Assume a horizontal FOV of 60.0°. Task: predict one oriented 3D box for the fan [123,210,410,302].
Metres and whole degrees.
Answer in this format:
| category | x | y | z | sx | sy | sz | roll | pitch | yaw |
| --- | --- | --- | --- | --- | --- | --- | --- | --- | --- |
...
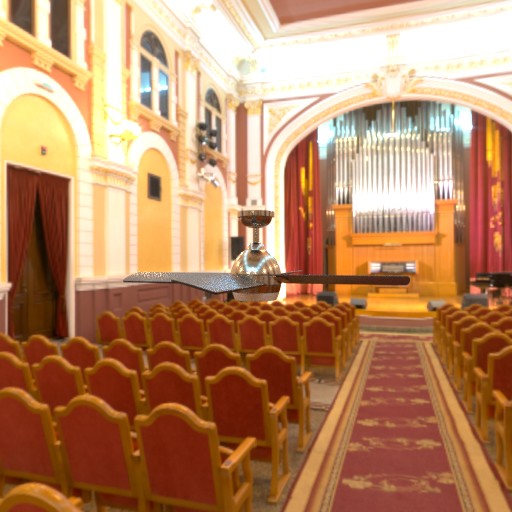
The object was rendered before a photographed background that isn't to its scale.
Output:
| category | x | y | z | sx | sy | sz | roll | pitch | yaw |
| --- | --- | --- | --- | --- | --- | --- | --- | --- | --- |
| fan | 0.000 | 0.000 | 2.026 | 1.332 | 0.403 | 1.332 | 0 | -1 | 18 |
